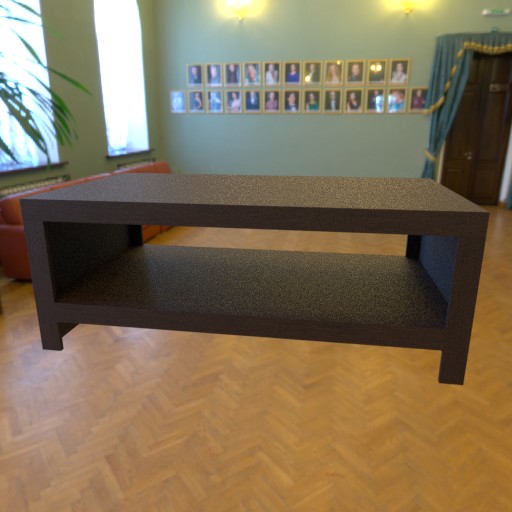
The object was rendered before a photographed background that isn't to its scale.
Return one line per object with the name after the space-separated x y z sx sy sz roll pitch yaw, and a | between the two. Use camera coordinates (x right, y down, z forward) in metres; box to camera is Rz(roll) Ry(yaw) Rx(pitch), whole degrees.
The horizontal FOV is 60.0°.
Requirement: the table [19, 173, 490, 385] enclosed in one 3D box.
0.000 0.000 1.365 1.099 0.424 0.597 3 17 9 | table
